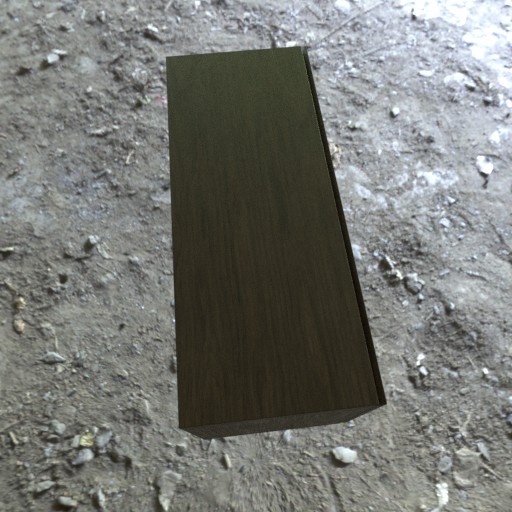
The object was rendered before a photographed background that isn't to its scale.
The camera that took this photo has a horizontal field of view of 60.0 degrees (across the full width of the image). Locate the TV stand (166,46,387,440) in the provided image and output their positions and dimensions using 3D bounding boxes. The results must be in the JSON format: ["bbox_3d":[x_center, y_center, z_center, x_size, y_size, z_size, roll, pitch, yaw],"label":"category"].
[{"bbox_3d":[0.000,0.000,1.355,0.405,0.660,0.990,-6,65,-3],"label":"TV stand"}]
